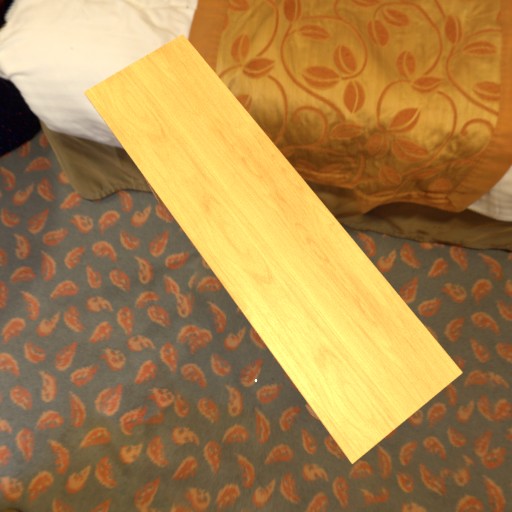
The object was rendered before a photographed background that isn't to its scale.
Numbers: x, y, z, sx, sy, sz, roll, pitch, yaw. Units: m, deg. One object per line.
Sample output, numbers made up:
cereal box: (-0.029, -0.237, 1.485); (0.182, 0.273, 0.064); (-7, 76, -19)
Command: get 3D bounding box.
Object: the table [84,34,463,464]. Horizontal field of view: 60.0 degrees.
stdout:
table: (0.000, 0.000, 1.542); (0.350, 0.730, 1.240); (-35, 77, -9)
